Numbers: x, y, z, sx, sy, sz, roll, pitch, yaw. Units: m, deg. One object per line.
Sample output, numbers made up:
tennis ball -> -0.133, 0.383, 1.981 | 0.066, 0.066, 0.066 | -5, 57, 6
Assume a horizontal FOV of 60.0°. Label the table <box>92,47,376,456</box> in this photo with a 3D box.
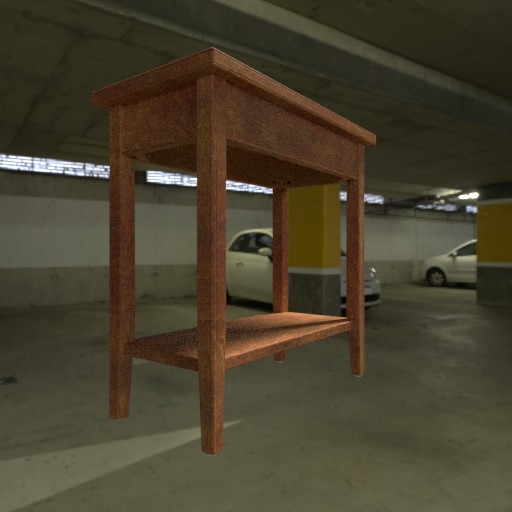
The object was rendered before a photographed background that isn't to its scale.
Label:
table -> 0.000, 0.000, 0.975 | 0.305, 0.610, 0.610 | 0, 1, 37
